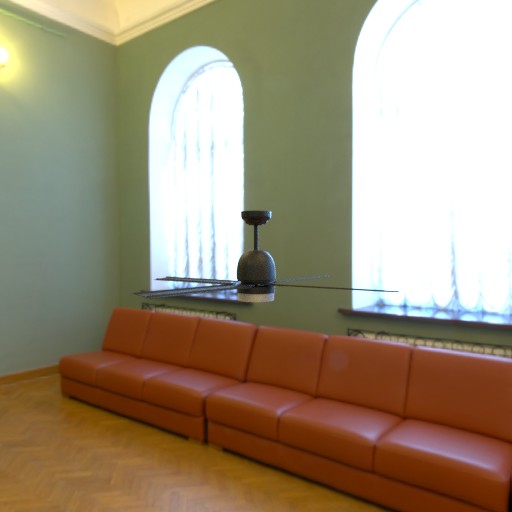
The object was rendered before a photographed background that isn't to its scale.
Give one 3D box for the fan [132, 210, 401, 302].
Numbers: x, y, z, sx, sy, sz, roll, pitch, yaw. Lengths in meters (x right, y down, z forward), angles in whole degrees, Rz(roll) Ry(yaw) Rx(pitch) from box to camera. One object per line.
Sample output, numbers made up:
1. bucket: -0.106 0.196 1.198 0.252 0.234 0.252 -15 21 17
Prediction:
1. fan: 0.000 0.000 2.058 1.319 0.410 1.319 1 1 36
